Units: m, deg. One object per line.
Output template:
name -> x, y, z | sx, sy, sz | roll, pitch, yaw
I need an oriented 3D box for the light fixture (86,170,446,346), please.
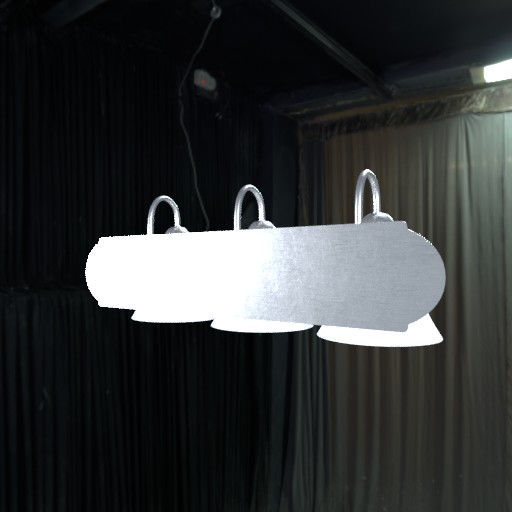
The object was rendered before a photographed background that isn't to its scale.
light fixture -> 0.000, 0.000, 0.707 | 0.610, 0.222, 0.199 | -1, -1, 35
